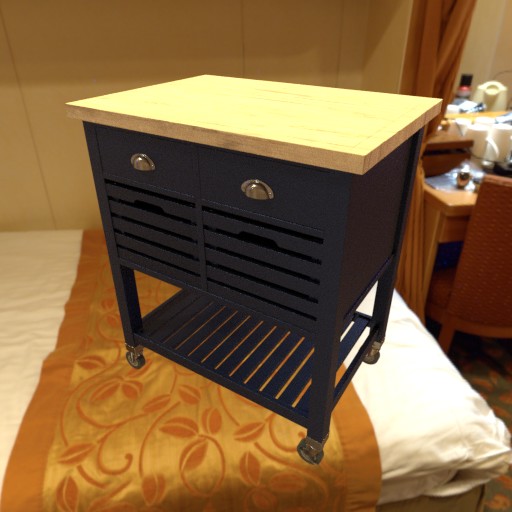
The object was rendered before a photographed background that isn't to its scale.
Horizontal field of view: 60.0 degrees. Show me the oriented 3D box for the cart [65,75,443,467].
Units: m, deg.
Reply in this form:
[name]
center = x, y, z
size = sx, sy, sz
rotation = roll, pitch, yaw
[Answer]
[cart]
center = 0.000, 0.000, 1.369
size = 0.797, 0.920, 0.567
rotation = 18, 35, 28
